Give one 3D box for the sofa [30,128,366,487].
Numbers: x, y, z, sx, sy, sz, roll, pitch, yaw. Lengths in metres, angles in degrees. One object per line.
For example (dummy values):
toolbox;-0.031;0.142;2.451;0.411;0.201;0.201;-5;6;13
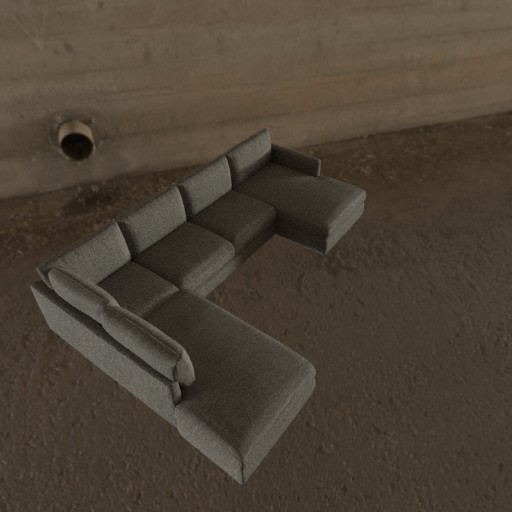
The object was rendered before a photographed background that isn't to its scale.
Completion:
sofa;0.000;0.000;3.522;1.879;0.756;2.737;26;48;27
